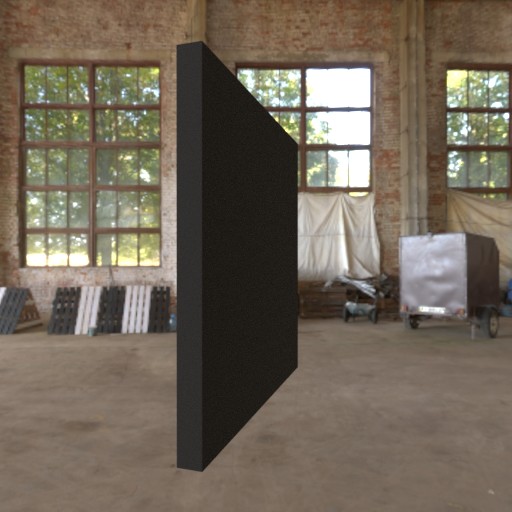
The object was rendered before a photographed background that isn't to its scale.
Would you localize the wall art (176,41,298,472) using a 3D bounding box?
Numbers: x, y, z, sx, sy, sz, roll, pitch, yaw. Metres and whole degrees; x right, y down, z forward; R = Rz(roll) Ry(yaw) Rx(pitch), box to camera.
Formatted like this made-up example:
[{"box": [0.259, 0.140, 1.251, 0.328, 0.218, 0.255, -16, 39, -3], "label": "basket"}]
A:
[{"box": [0.000, 0.000, 0.695, 0.030, 0.458, 0.462, 0, 0, 18], "label": "wall art"}]
